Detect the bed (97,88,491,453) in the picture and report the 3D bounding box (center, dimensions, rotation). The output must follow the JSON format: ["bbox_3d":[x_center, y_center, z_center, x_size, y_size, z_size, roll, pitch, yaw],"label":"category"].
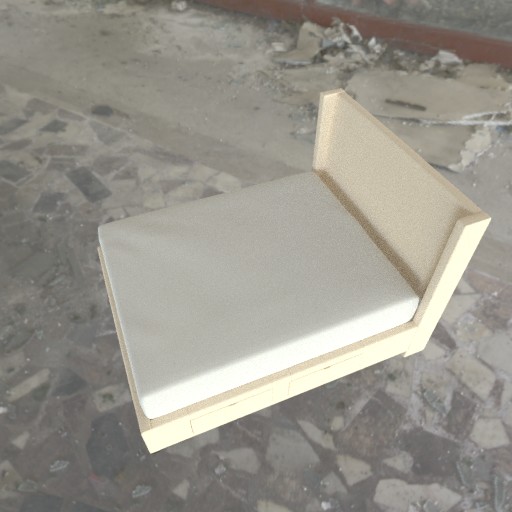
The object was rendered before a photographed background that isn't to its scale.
[{"bbox_3d":[0.000,0.000,3.393,2.280,1.471,1.765,-17,49,-15],"label":"bed"}]
